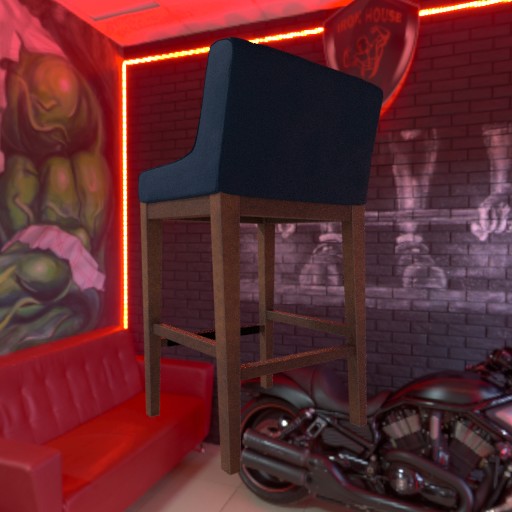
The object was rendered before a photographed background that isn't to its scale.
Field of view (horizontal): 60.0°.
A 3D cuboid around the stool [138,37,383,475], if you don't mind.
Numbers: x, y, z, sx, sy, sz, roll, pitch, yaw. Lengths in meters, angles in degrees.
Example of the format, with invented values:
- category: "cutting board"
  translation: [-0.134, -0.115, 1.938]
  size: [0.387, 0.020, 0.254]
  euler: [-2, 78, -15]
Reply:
- category: "stool"
  translation: [0.000, 0.000, 1.255]
  size: [0.511, 0.945, 0.516]
  euler: [-1, 2, -37]
